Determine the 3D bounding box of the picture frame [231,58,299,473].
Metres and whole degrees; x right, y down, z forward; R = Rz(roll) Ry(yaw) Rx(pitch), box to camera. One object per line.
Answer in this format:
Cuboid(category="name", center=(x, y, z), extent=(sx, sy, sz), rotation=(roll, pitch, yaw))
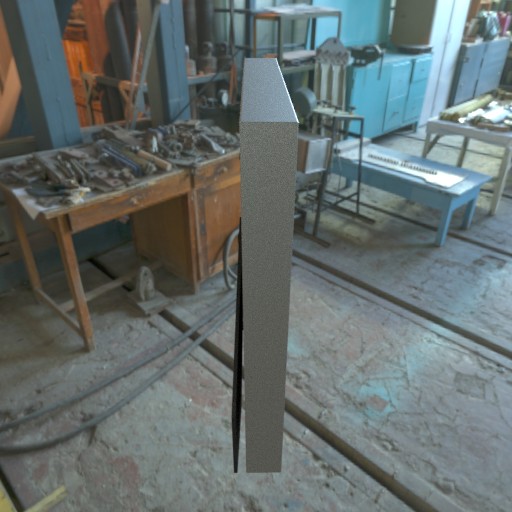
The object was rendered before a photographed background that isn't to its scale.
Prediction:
Cuboid(category="picture frame", center=(0.000, 0.000, 0.278), extent=(0.028, 0.208, 0.157), rotation=(0, 32, -1))
